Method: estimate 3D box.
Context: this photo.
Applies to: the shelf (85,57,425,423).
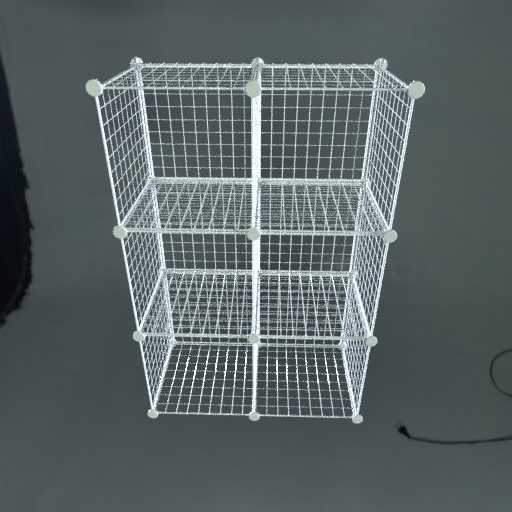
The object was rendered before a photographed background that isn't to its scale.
[{"bbox_3d":[0.000,0.000,1.349,0.711,1.067,0.356,1,31,1],"label":"shelf"}]
